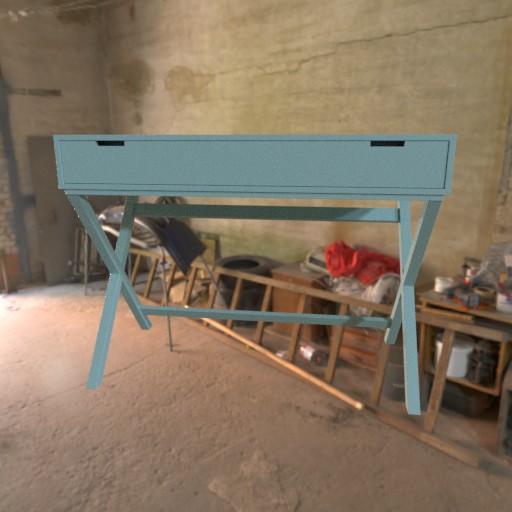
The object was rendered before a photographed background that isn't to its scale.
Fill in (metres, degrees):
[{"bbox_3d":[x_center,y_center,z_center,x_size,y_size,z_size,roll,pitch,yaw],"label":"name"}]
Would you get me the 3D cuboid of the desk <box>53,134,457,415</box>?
[{"bbox_3d":[0.000,0.000,1.487,1.059,0.780,0.509,2,15,8],"label":"desk"}]
